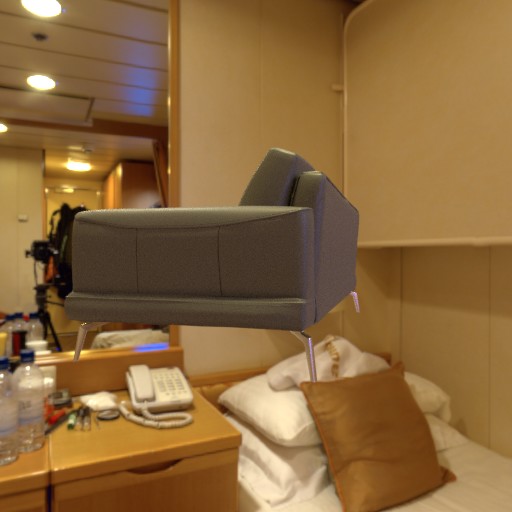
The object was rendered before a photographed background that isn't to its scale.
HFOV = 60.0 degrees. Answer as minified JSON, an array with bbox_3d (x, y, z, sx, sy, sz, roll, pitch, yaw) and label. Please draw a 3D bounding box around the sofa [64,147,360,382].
[{"bbox_3d":[0.000,0.000,2.749,1.121,0.930,2.177,0,0,18],"label":"sofa"}]
